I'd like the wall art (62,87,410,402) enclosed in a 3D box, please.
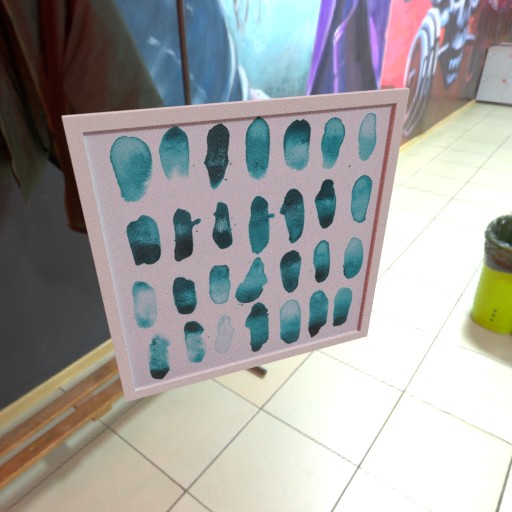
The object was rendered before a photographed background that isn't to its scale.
[{"bbox_3d":[0.000,0.000,0.675,0.456,0.457,0.009,-11,33,-17],"label":"wall art"}]
